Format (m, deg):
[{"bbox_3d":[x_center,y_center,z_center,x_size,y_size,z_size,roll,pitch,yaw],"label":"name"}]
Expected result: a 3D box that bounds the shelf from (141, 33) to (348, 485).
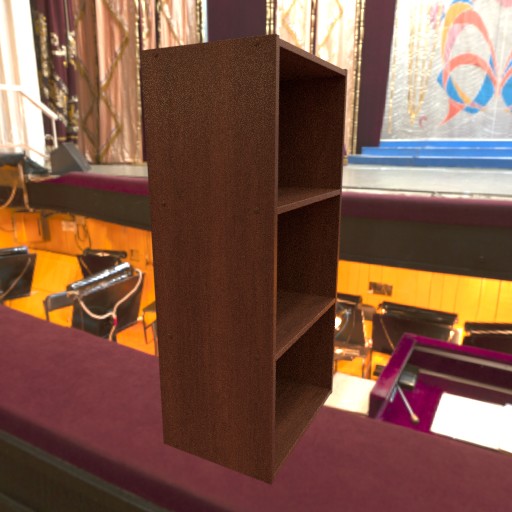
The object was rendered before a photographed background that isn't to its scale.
[{"bbox_3d":[0.000,0.000,1.077,0.290,0.879,0.414,7,16,27],"label":"shelf"}]
